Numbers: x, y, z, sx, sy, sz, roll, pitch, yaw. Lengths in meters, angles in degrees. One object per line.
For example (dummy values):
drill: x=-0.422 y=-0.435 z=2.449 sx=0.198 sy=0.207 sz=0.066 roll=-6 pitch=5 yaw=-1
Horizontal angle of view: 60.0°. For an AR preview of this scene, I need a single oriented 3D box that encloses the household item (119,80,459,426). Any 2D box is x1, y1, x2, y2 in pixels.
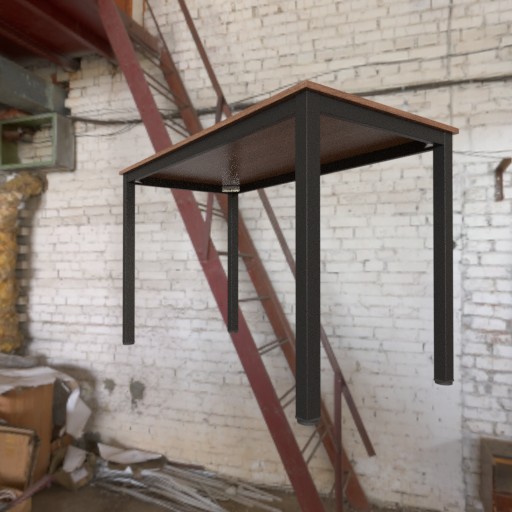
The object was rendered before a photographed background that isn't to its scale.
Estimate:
household item: x=0.000 y=0.000 z=1.604 sx=0.600 sy=0.750 sz=1.200 roll=0 pitch=-1 yaw=-36
